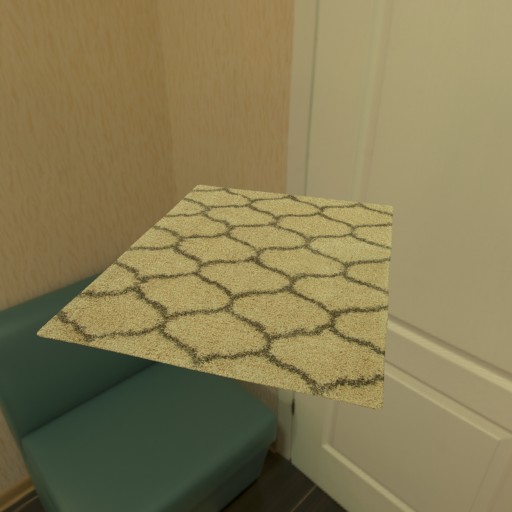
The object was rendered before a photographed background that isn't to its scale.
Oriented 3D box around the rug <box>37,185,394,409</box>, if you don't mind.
[{"bbox_3d":[0.000,0.000,4.098,2.399,0.026,3.000,8,31,14],"label":"rug"}]
